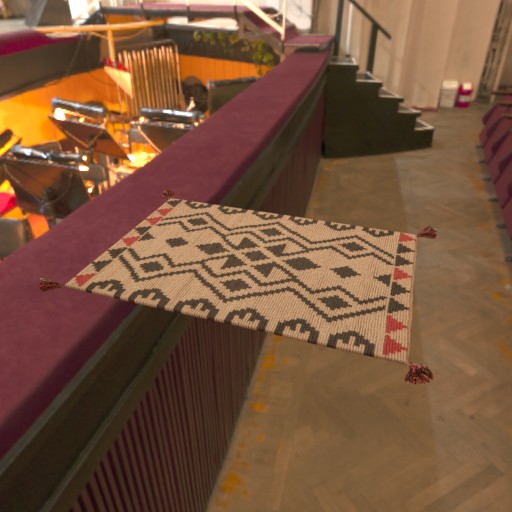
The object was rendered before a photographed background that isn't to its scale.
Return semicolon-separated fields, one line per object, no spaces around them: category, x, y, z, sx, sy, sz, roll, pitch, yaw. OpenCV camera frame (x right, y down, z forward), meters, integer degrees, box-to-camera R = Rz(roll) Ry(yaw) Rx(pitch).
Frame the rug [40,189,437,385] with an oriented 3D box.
rug;0.000;0.000;2.674;2.069;0.067;1.444;10;33;16
